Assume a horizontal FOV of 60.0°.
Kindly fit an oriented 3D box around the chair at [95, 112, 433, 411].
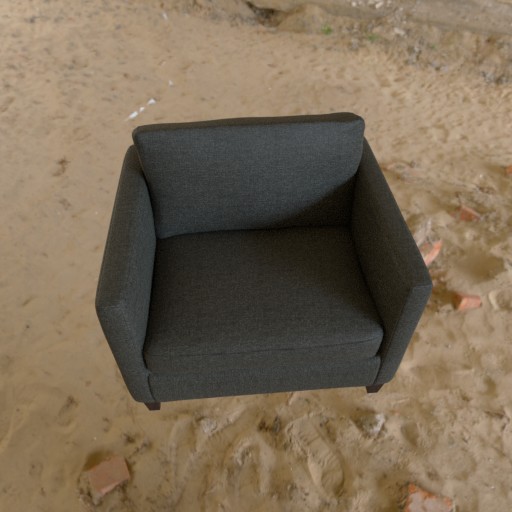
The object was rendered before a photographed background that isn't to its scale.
[{"bbox_3d":[0.000,0.000,1.877,1.107,0.963,0.959,-3,46,-3],"label":"chair"}]
